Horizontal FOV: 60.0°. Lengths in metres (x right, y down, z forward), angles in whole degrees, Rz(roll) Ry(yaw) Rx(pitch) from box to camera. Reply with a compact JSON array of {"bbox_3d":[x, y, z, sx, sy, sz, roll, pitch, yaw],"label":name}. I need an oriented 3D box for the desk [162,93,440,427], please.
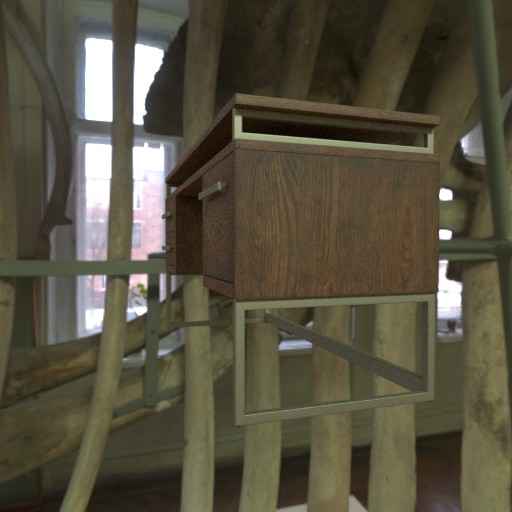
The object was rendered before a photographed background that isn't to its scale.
[{"bbox_3d":[0.000,0.000,1.786,0.610,0.792,1.384,0,1,-18],"label":"desk"}]
